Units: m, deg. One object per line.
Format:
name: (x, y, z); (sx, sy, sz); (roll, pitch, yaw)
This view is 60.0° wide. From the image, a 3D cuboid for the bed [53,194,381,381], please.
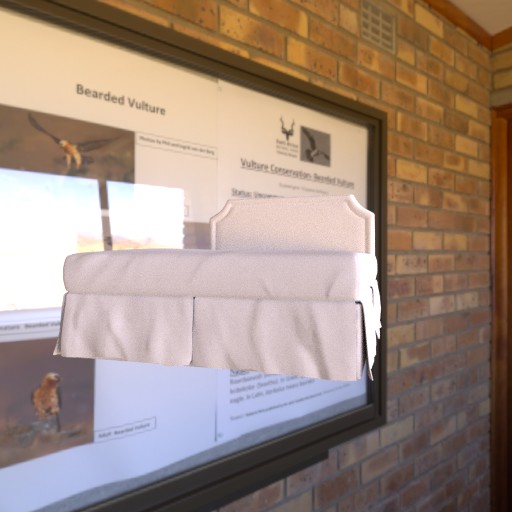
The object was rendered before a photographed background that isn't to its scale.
bed: (0.000, 0.000, 3.675); (1.977, 1.293, 2.498); (0, 0, 17)
